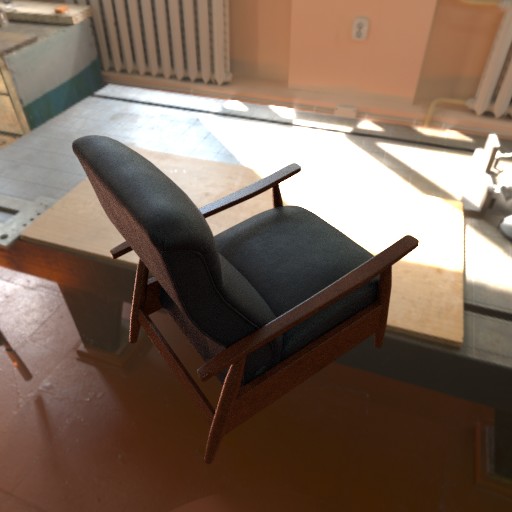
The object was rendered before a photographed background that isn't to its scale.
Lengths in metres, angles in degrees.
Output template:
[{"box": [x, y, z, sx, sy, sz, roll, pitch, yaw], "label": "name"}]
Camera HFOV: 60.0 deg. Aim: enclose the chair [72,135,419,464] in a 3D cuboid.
[{"box": [0.000, 0.000, 1.762, 1.014, 1.082, 0.762, -25, 46, -26], "label": "chair"}]
